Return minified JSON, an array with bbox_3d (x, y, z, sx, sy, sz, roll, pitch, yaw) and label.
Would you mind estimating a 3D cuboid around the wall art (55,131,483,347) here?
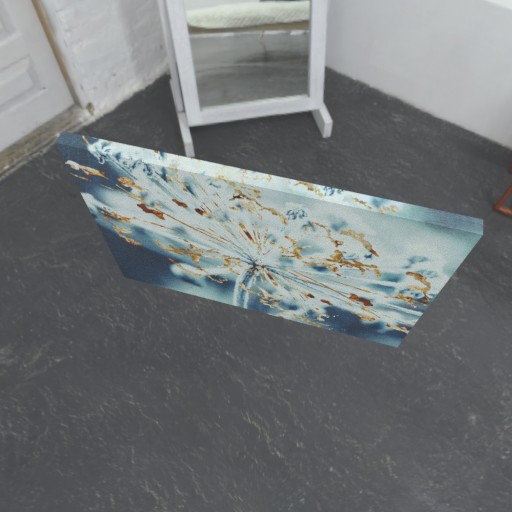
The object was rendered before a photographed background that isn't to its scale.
[{"bbox_3d":[0.000,0.000,1.180,0.912,0.608,0.038,13,59,8],"label":"wall art"}]
